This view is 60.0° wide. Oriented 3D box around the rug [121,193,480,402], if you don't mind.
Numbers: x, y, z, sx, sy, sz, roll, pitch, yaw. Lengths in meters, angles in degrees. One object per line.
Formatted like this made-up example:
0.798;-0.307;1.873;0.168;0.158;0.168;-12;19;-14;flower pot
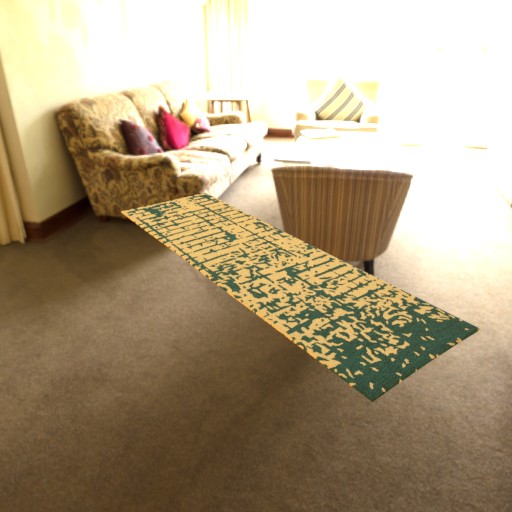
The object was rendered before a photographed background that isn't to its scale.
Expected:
0.000;0.000;2.703;0.750;0.011;2.435;-18;32;-32;rug
